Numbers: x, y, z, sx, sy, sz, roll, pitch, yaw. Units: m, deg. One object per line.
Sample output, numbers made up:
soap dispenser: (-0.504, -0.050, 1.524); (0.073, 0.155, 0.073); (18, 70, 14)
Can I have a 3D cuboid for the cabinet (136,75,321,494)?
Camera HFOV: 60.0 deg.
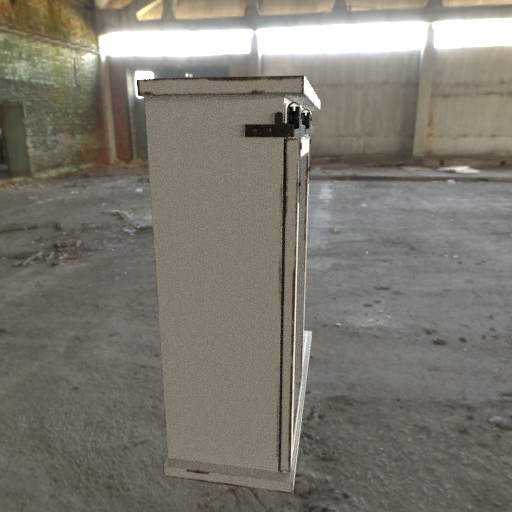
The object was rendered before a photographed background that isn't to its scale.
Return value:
cabinet: (0.000, 0.000, 0.875); (0.210, 0.603, 0.541); (3, 16, 10)
